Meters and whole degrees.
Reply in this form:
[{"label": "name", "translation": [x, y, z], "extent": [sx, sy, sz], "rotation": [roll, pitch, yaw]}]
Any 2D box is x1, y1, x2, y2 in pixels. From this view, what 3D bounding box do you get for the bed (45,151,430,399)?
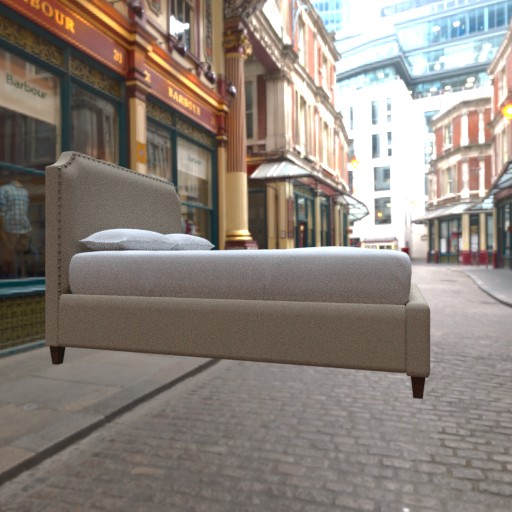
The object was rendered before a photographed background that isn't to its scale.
[{"label": "bed", "translation": [0.000, 0.000, 3.311], "extent": [2.329, 1.415, 1.703], "rotation": [0, 0, 18]}]
